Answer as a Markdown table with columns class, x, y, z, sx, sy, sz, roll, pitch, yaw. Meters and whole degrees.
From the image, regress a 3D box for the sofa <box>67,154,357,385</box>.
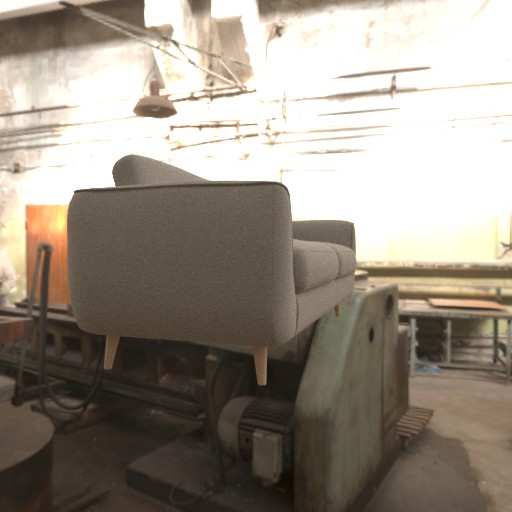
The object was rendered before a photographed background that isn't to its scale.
| class | x | y | z | sx | sy | sz | roll | pitch | yaw |
| --- | --- | --- | --- | --- | --- | --- | --- | --- | --- |
| sofa | 0.000 | 0.000 | 2.398 | 0.920 | 0.850 | 2.000 | 0 | 1 | 19 |
